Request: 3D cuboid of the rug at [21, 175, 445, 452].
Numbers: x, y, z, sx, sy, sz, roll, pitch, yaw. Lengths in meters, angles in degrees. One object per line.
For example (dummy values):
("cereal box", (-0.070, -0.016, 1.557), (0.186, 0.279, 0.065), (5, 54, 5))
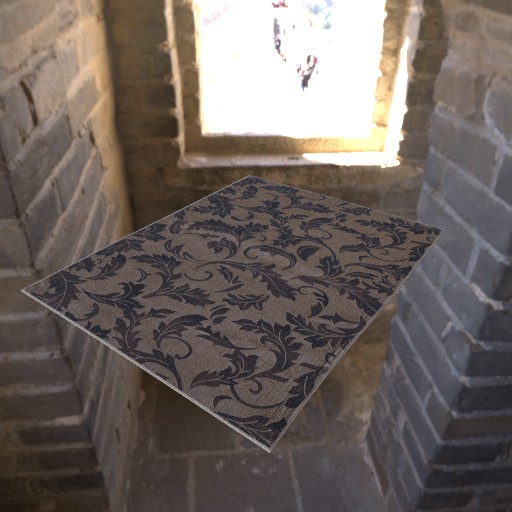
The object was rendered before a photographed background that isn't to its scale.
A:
("rug", (0.000, 0.000, 3.874), (2.380, 0.008, 2.977), (21, 38, 30))
